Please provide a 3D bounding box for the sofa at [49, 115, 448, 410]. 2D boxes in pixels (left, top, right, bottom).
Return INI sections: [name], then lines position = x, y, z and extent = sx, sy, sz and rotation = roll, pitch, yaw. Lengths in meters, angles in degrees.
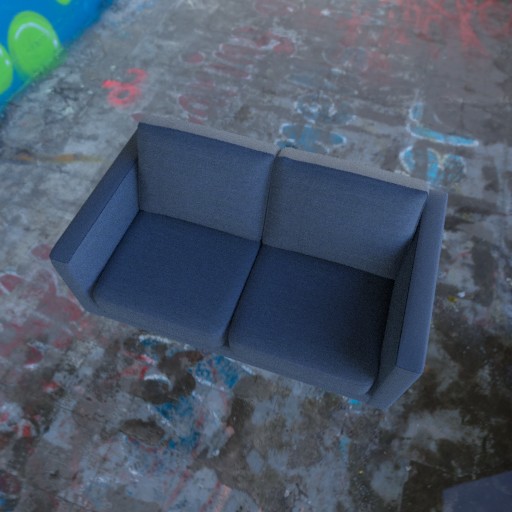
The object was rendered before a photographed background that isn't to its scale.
[sofa]
position = 0.000, 0.000, 2.275
extent = 1.659, 0.907, 0.999
rotation = 16, 59, 10
